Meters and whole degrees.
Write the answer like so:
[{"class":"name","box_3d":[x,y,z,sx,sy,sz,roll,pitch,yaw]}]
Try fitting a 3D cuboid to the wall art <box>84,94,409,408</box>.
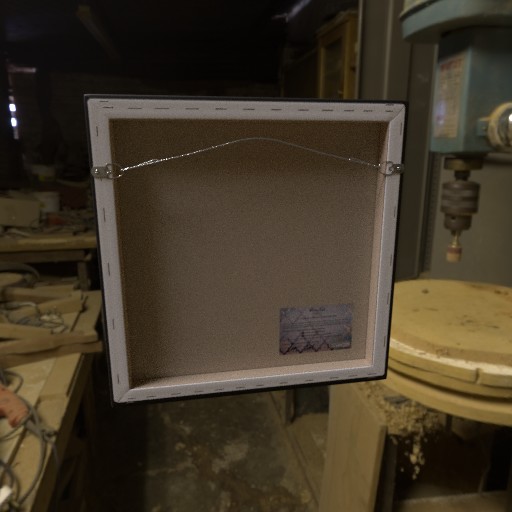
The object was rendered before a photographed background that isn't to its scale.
[{"class":"wall art","box_3d":[0.000,0.000,0.906,0.610,0.611,0.043,-3,14,-11]}]
